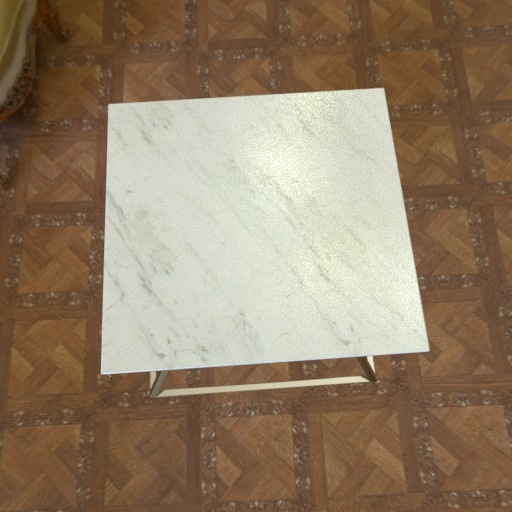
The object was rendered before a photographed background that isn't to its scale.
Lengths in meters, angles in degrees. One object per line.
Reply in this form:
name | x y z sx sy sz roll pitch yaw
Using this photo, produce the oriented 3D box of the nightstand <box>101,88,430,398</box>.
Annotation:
nightstand | 0.000 0.000 0.882 0.513 0.426 0.514 -4 74 -1
